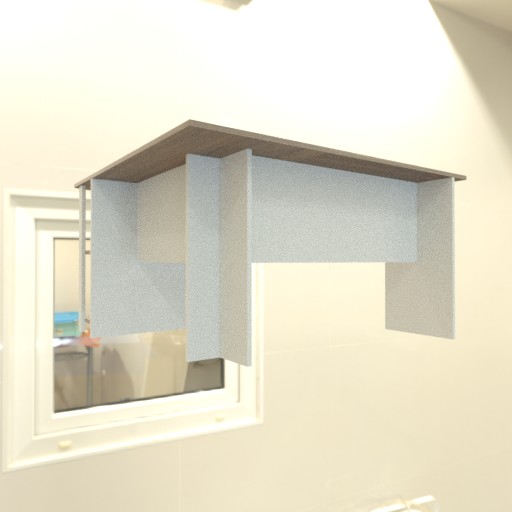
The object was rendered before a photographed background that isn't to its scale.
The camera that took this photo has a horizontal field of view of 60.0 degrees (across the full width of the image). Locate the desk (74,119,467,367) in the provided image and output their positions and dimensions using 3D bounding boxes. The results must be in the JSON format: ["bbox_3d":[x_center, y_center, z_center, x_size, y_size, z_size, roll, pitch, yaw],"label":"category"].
[{"bbox_3d":[0.000,0.000,2.095,1.361,0.716,1.303,0,-1,-35],"label":"desk"}]
